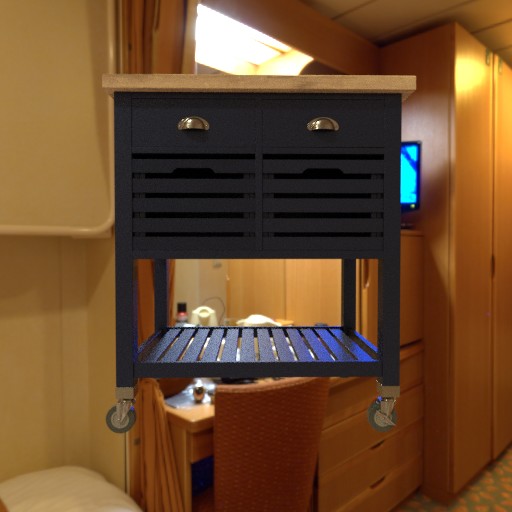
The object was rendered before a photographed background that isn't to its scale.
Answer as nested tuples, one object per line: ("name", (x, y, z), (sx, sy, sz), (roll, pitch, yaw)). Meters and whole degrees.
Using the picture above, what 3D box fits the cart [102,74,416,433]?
("cart", (0.000, 0.000, 1.402), (0.797, 0.920, 0.567), (0, 1, -1))
